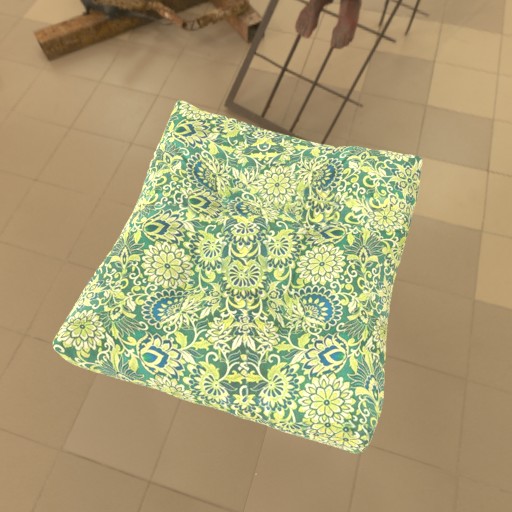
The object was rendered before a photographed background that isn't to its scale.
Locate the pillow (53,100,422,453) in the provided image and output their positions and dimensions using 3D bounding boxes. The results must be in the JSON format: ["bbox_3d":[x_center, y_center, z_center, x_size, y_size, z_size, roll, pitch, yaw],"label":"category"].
[{"bbox_3d":[0.000,0.000,0.720,0.468,0.128,0.490,15,65,7],"label":"pillow"}]
